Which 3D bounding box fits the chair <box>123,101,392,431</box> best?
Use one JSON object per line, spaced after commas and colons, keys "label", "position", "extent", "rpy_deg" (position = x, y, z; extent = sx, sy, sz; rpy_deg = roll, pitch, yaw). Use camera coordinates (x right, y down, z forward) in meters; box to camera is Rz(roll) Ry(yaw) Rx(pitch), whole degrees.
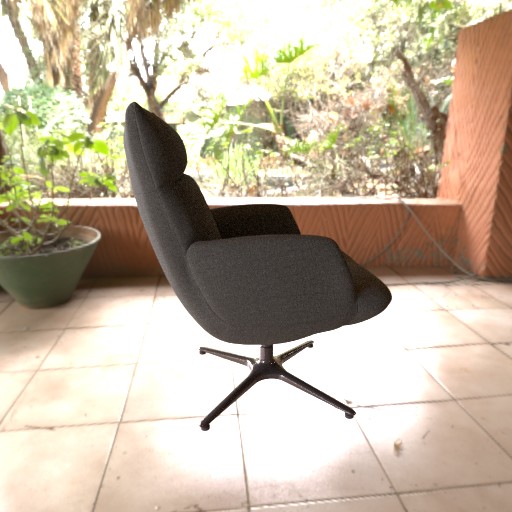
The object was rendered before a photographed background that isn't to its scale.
{"label": "chair", "position": [0.000, 0.000, 1.559], "extent": [0.831, 0.984, 0.702], "rpy_deg": [-2, 15, -7]}
